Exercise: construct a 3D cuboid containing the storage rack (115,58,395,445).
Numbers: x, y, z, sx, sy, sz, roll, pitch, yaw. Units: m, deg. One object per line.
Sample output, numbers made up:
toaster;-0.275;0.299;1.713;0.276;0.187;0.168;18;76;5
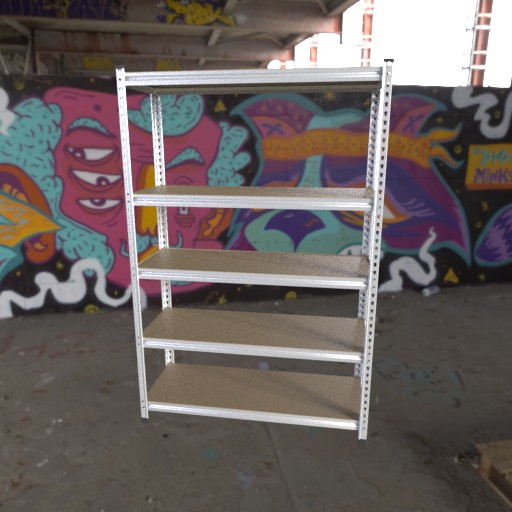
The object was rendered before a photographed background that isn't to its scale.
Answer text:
storage rack;0.000;0.000;2.340;1.219;1.829;0.457;2;15;9
